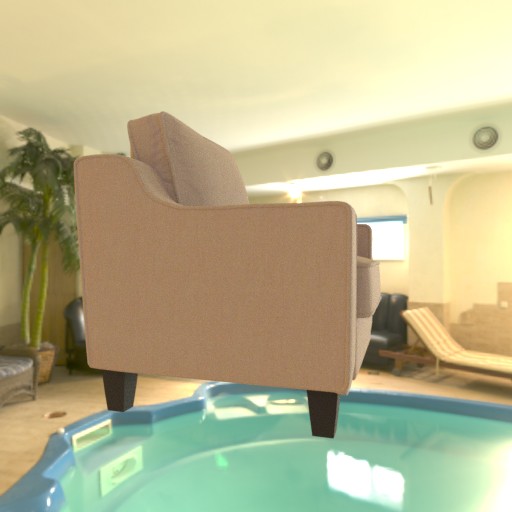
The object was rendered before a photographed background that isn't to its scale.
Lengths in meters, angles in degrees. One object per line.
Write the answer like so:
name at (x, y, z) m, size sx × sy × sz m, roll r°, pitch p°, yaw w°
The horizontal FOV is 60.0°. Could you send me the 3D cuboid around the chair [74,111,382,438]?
chair at (0.000, 0.000, 1.650) m, size 0.882 × 0.948 × 0.922 m, roll 0°, pitch 0°, yaw 18°
